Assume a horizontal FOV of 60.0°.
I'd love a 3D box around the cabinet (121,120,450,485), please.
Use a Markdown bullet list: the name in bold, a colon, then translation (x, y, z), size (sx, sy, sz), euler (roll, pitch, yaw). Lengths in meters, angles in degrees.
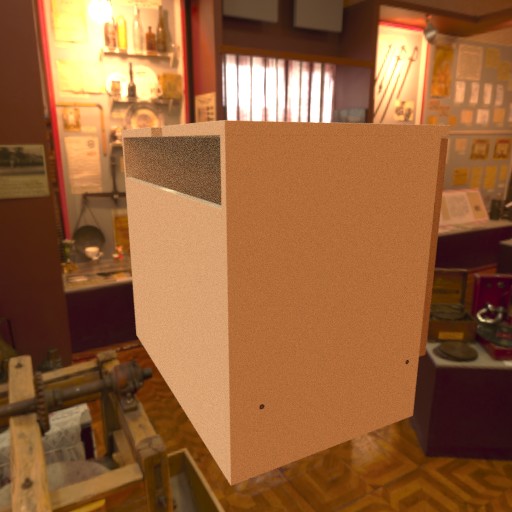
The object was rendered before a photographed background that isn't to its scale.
- **cabinet**: translation (0.000, 0.000, 0.942), size (0.400, 0.522, 0.600), euler (-8, 16, -27)
